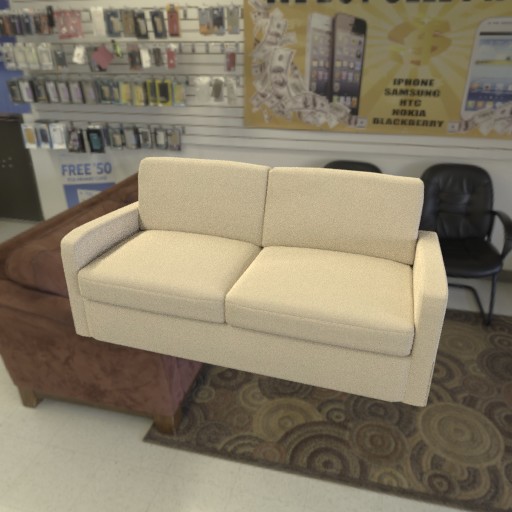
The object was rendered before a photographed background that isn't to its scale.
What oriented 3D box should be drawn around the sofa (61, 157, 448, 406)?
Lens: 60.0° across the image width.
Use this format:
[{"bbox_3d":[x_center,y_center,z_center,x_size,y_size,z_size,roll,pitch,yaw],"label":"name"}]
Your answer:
[{"bbox_3d":[0.000,0.000,2.344,1.808,0.831,0.894,8,27,16],"label":"sofa"}]
